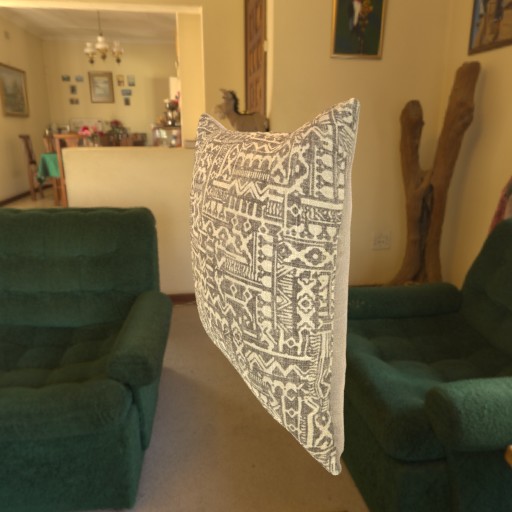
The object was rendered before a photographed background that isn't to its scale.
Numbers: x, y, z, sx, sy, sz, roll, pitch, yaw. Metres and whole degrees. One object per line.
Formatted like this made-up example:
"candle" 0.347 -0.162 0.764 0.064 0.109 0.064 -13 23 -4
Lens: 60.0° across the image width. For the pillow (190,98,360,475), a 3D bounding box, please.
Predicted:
"pillow" 0.000 0.000 0.765 0.180 0.487 0.546 -7 18 -23
